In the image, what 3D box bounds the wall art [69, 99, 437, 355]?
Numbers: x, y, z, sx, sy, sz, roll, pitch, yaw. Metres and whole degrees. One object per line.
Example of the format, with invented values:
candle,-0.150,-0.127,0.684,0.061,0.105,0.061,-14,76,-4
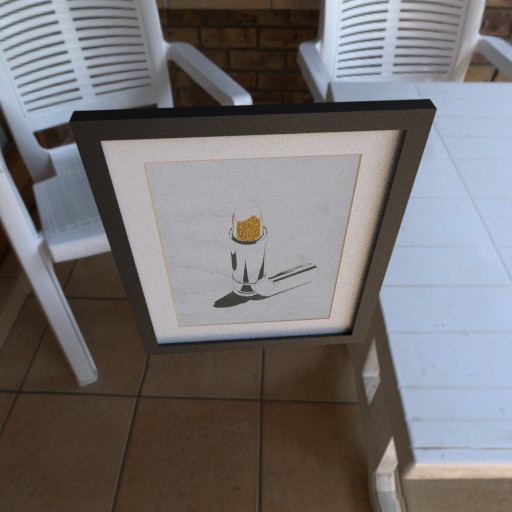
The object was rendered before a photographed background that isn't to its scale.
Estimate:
wall art,0.000,0.000,0.539,0.330,0.381,0.019,-3,46,-3
